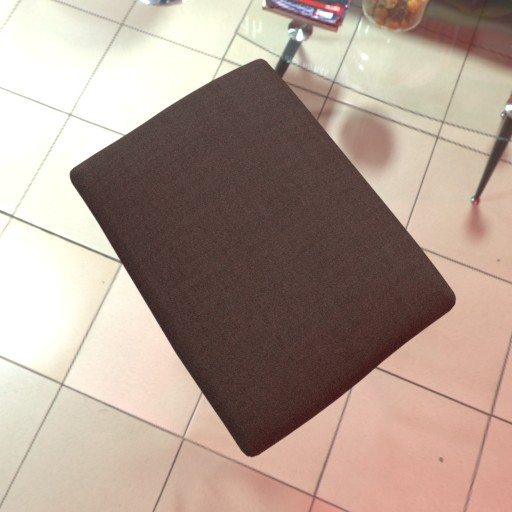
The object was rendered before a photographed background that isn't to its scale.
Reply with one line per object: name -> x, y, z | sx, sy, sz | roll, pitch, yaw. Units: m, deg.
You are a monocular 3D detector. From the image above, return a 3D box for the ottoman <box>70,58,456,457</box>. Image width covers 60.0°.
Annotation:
ottoman -> 0.000, 0.000, 1.220 | 0.599, 0.555, 0.809 | -34, 78, -8
